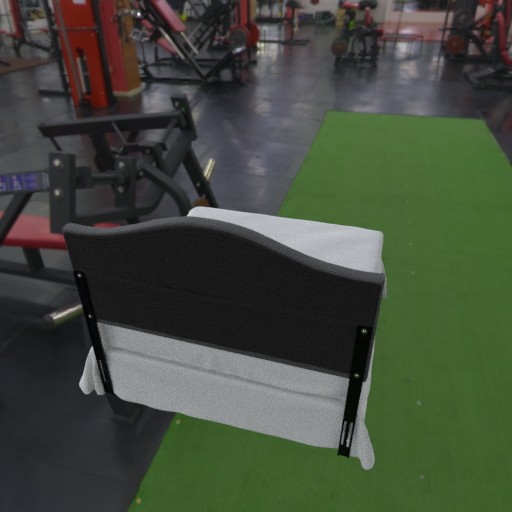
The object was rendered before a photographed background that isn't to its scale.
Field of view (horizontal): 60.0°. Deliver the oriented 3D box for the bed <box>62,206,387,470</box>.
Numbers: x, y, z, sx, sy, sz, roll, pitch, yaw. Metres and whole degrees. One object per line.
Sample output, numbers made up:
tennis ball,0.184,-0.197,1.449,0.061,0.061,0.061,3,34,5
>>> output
bed,0.000,0.000,3.695,2.314,1.651,2.219,9,33,15
